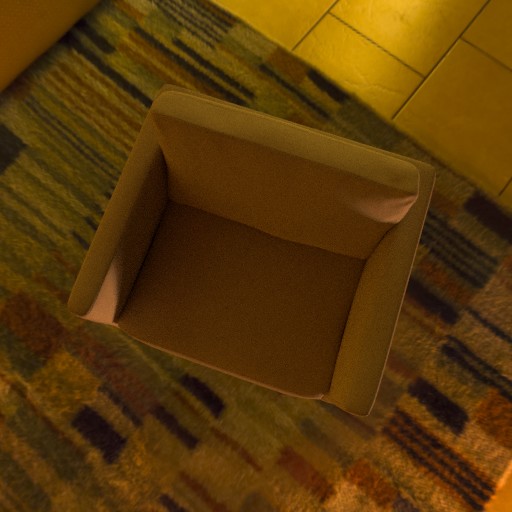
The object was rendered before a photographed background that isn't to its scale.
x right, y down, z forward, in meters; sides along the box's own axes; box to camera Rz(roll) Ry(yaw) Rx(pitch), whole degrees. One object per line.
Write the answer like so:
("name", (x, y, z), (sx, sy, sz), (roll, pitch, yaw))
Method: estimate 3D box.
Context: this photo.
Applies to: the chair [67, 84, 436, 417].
("chair", (0.000, 0.000, 1.814), (1.107, 0.961, 0.959), (18, 78, 4))
